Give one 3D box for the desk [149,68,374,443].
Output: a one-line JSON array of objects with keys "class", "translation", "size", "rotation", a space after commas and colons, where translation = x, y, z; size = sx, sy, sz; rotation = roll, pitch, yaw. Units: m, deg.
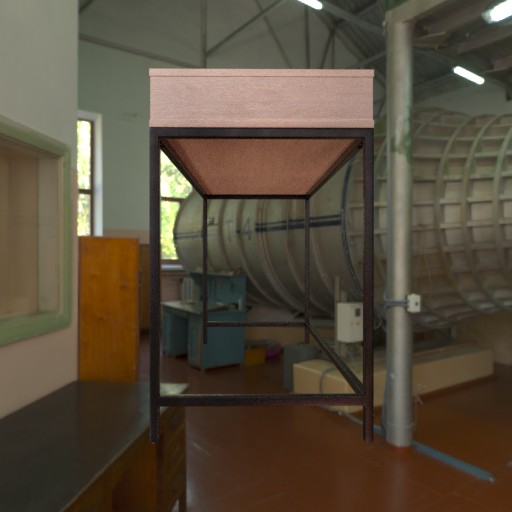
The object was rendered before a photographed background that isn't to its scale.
[{"class": "desk", "translation": [0.000, 0.000, 1.409], "size": [0.470, 0.762, 1.016], "rotation": [0, 0, -1]}]
